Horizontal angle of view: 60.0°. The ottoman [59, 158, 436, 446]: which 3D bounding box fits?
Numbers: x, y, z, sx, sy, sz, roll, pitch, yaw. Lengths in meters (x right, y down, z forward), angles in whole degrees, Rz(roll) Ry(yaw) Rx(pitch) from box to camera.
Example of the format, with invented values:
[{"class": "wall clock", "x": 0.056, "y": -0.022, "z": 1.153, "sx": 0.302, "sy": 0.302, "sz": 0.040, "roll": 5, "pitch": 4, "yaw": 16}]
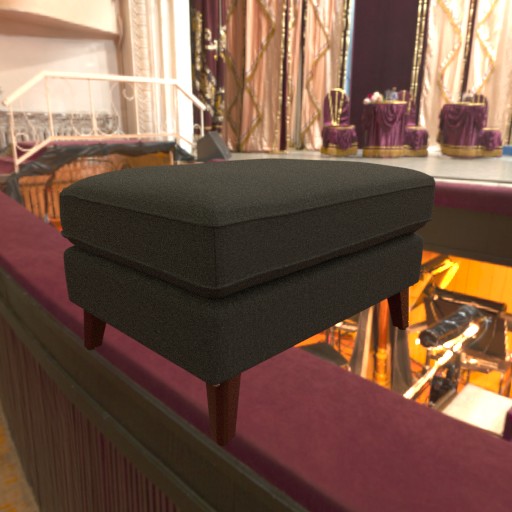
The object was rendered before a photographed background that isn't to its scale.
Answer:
[{"class": "ottoman", "x": 0.000, "y": 0.000, "z": 1.221, "sx": 0.629, "sy": 0.503, "sz": 0.835, "roll": 15, "pitch": 21, "yaw": 43}]
